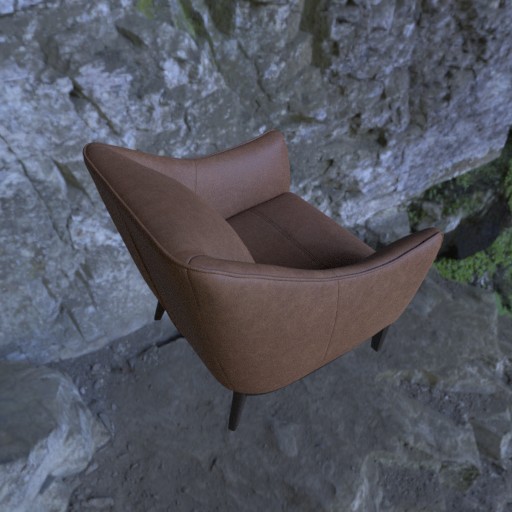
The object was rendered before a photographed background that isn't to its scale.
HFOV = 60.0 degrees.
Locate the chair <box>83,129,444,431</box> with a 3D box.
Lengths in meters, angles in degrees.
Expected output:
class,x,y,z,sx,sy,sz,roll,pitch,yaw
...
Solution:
class,x,y,z,sx,sy,sz,roll,pitch,yaw
chair,0.000,0.000,1.547,0.852,0.830,0.871,-25,47,-25
